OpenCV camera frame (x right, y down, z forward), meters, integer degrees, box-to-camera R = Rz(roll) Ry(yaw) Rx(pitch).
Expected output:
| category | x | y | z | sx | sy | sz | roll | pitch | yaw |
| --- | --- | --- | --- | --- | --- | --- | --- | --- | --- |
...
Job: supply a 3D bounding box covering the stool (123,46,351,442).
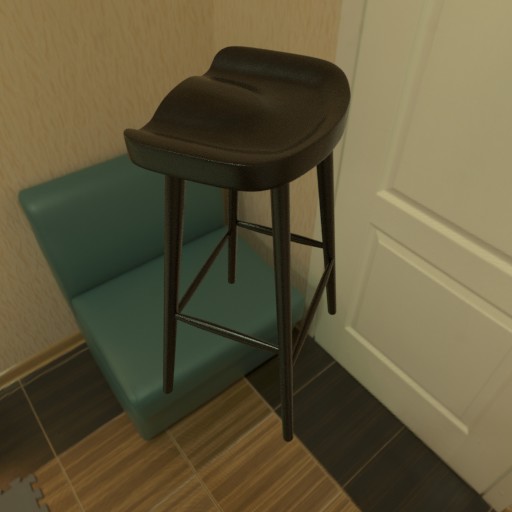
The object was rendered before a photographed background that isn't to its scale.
| category | x | y | z | sx | sy | sz | roll | pitch | yaw |
| --- | --- | --- | --- | --- | --- | --- | --- | --- | --- |
| stool | 0.000 | 0.000 | 0.999 | 0.361 | 0.749 | 0.440 | 16 | 47 | 15 |
